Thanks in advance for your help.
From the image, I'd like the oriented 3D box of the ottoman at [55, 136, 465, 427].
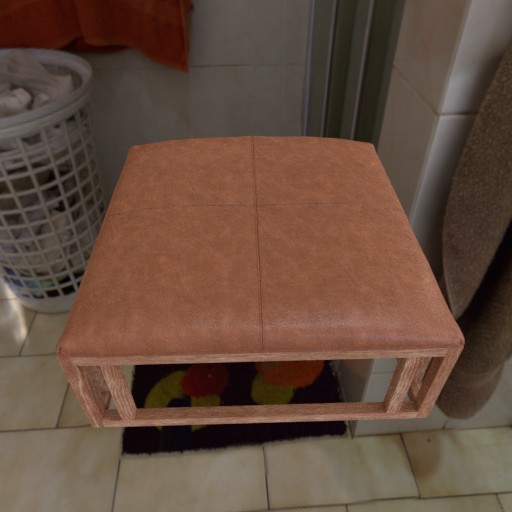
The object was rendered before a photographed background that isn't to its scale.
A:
[{"bbox_3d":[0.000,0.000,1.557,1.013,0.442,1.016,-1,42,-1],"label":"ottoman"}]
